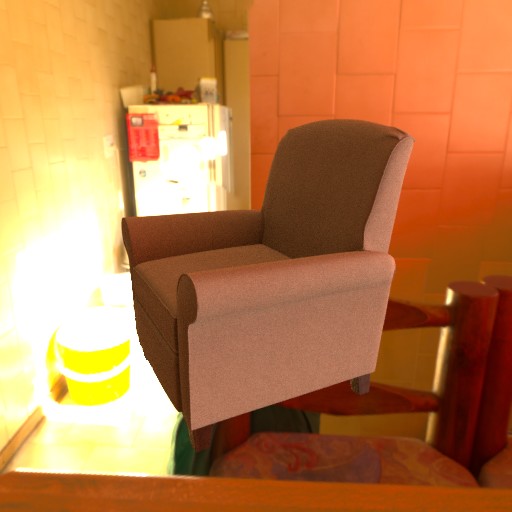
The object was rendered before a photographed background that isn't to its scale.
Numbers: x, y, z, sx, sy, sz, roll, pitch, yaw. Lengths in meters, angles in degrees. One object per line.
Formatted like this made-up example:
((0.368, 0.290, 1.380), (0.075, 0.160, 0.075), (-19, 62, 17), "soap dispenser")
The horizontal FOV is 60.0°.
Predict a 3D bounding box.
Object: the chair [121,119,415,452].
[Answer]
((0.000, 0.000, 1.799), (0.905, 1.061, 0.978), (-9, 19, -26), "chair")
